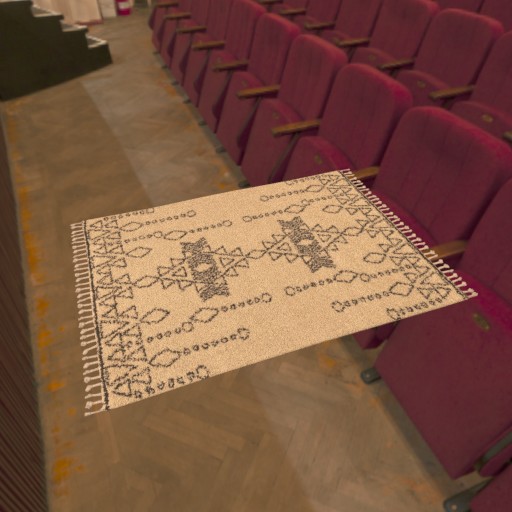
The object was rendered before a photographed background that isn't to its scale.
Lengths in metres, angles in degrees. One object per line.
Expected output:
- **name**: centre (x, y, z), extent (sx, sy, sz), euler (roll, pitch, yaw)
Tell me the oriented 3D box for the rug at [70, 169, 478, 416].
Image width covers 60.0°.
- **rug**: centre (0.000, 0.000, 3.874), extent (3.027, 0.028, 2.125), euler (-14, 43, -15)
